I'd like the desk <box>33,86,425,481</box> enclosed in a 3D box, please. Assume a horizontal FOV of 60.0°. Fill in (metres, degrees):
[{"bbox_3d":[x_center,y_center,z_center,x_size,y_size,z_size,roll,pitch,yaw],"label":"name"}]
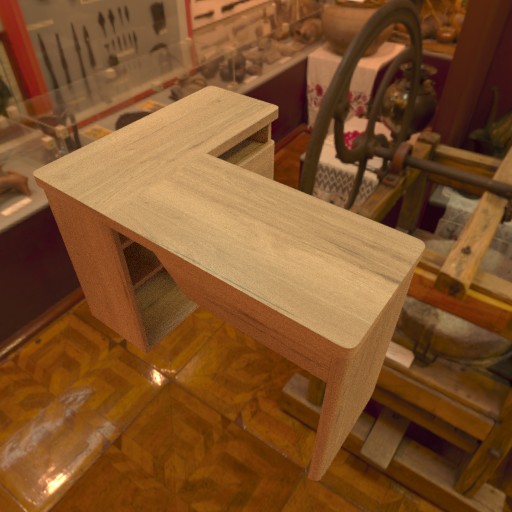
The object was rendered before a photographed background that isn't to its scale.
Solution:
[{"bbox_3d":[0.000,0.000,1.710,1.169,0.760,0.900,27,49,26],"label":"desk"}]
